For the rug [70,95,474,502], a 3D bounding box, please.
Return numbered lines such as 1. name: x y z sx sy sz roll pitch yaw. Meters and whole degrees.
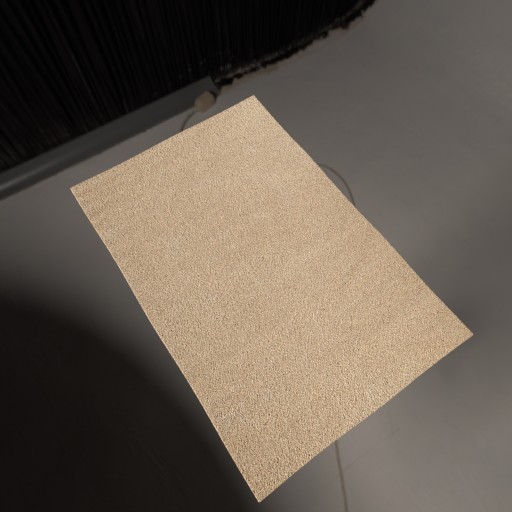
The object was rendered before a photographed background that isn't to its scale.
1. rug: 0.000 0.000 3.331 1.800 0.025 2.699 -32 68 -14
